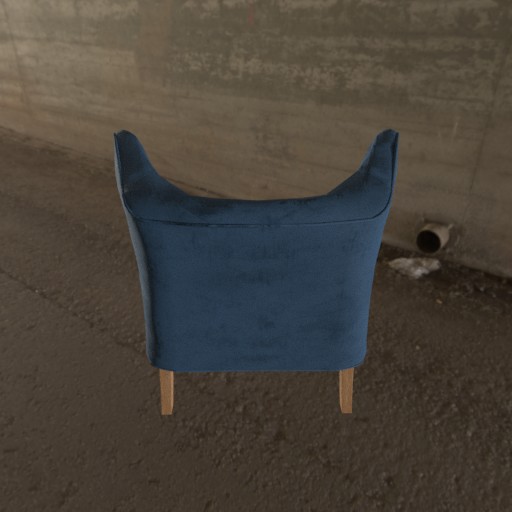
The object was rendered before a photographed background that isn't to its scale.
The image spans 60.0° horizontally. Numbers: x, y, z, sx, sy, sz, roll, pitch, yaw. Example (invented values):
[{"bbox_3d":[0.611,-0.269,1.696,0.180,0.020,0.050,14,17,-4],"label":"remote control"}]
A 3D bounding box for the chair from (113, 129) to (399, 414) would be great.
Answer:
[{"bbox_3d":[0.000,0.000,1.569,0.793,0.952,0.910,0,29,0],"label":"chair"}]
